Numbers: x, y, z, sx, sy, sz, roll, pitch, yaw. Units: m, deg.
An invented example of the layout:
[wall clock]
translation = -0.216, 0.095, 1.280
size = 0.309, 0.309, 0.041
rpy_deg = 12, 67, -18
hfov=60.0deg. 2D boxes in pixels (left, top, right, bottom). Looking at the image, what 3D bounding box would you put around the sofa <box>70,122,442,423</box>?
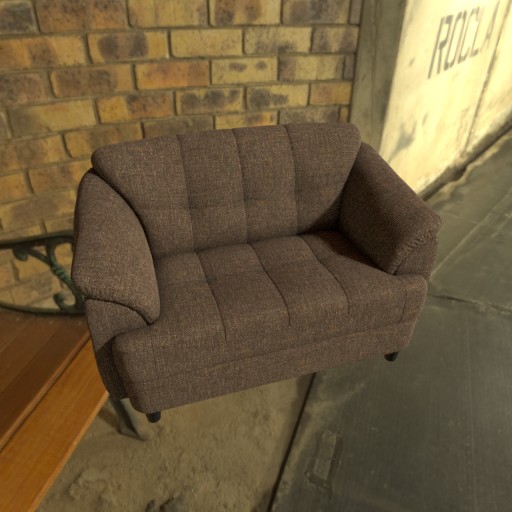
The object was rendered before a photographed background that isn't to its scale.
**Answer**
[sofa]
translation = 0.000, 0.000, 1.901
size = 1.404, 0.895, 0.799
rpy_deg = -10, 34, -15
